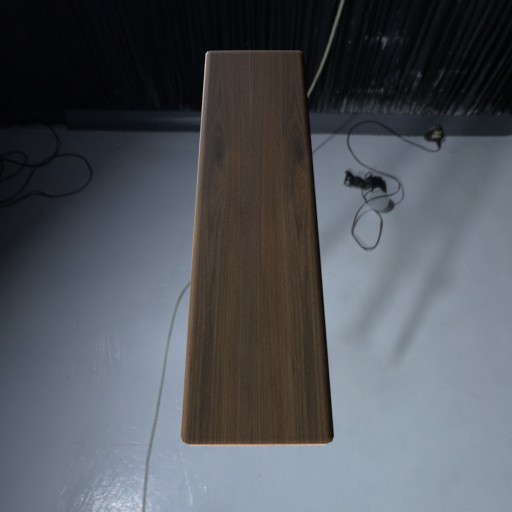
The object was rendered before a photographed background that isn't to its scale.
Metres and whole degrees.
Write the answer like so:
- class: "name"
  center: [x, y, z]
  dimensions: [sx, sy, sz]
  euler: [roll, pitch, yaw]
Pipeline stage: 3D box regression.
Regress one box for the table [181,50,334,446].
- class: "table"
  center: [0.000, 0.000, 1.932]
  dimensions: [0.425, 0.834, 1.570]
  euler: [0, 63, 0]
